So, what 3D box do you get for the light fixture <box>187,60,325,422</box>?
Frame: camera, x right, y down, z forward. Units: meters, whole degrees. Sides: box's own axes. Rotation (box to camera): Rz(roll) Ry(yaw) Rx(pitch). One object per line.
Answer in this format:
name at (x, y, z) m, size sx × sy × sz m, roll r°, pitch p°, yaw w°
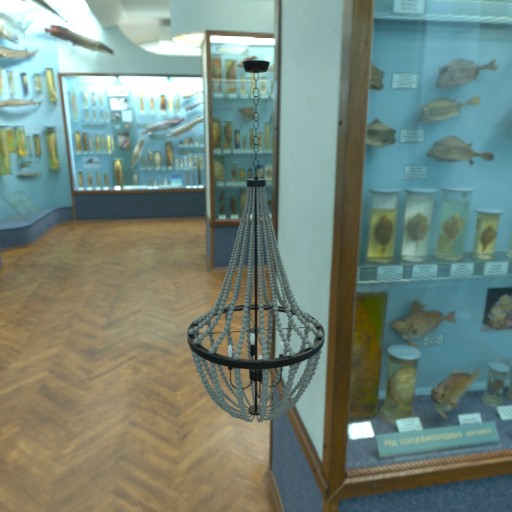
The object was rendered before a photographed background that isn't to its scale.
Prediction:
light fixture at (0.000, 0.000, 1.400) m, size 0.450 × 1.133 × 0.450 m, roll 0°, pitch 15°, yaw 0°
